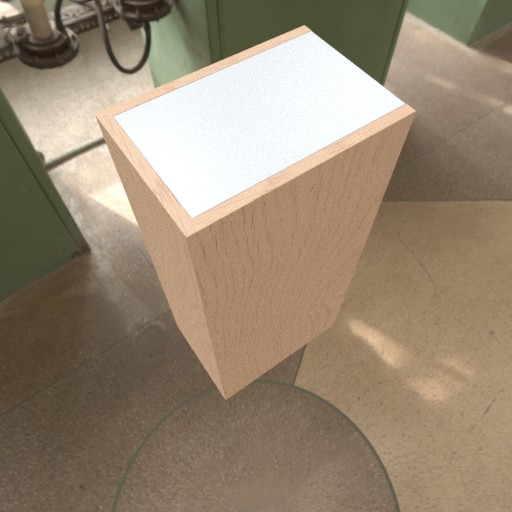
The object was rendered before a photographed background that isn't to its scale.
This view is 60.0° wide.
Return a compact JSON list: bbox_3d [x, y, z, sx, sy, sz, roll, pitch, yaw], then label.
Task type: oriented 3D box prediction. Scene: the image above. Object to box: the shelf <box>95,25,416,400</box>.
[{"bbox_3d":[0.000,0.000,0.739,0.290,0.600,0.200,-31,63,-17],"label":"shelf"}]
